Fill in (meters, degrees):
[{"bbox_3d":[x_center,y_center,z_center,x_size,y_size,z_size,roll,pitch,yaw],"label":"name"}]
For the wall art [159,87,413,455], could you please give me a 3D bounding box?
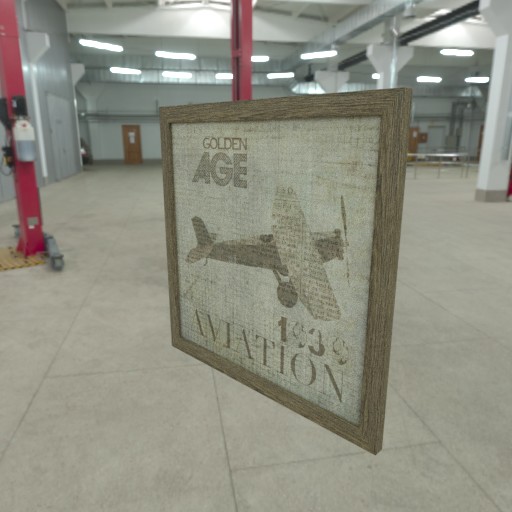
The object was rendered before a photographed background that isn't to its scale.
[{"bbox_3d":[0.000,0.000,0.762,0.508,0.508,0.019,14,21,42],"label":"wall art"}]
